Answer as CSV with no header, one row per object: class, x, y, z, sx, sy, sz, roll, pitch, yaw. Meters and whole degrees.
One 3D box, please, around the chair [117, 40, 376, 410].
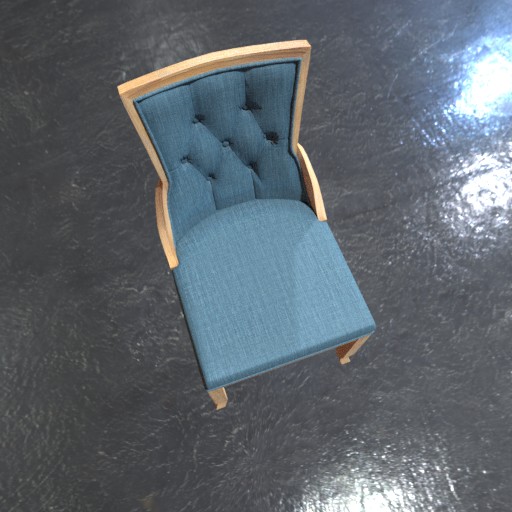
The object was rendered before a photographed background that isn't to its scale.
chair,0.000,0.000,1.329,0.524,0.947,0.641,-18,66,-8
